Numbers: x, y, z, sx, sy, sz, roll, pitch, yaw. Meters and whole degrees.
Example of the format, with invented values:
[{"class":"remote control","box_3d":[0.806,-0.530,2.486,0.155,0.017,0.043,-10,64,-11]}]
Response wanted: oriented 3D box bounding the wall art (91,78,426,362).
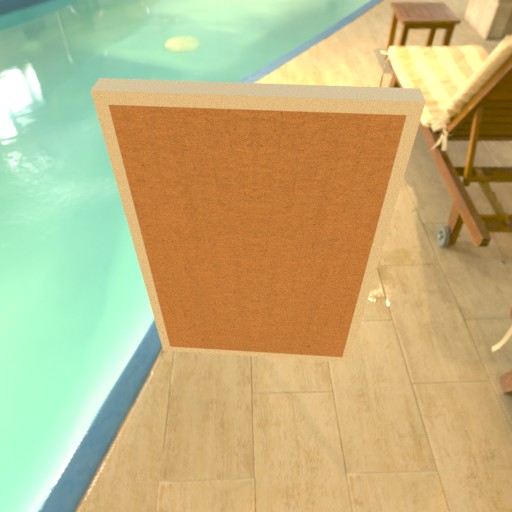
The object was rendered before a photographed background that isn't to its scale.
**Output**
[{"class":"wall art","box_3d":[0.000,0.000,0.549,0.293,0.428,0.025,3,46,3]}]
